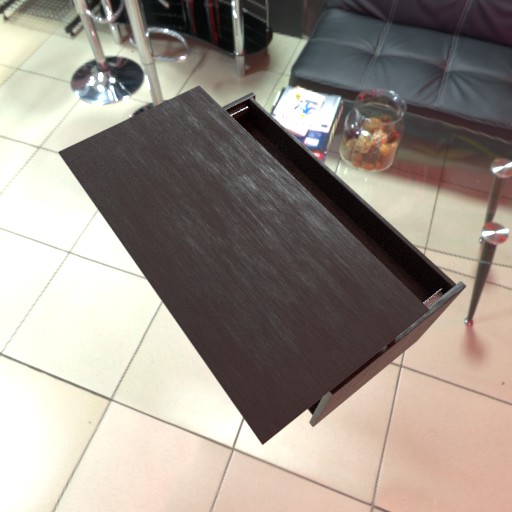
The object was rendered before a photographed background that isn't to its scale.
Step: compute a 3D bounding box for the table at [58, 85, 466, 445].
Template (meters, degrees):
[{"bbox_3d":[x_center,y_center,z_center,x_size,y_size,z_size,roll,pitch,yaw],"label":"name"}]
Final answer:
[{"bbox_3d":[0.000,0.000,1.455,0.712,0.570,1.000,-33,65,-18],"label":"table"}]
